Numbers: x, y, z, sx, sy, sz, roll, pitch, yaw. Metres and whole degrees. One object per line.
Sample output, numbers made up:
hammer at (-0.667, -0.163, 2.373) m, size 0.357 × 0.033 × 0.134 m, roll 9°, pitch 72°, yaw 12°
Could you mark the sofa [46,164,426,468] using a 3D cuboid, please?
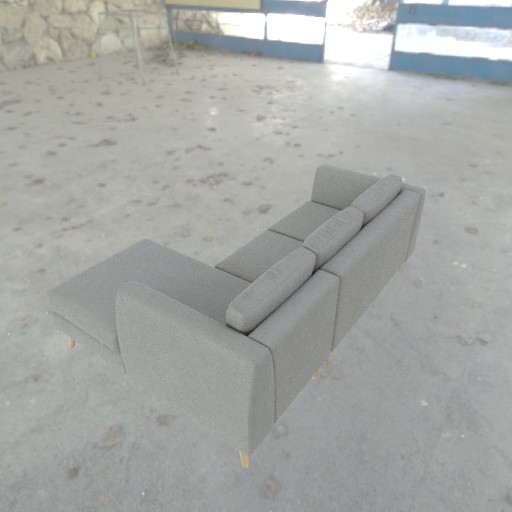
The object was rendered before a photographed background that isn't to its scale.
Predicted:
sofa at (0.000, 0.000, 3.115) m, size 1.580 × 0.860 × 2.300 m, roll 21°, pitch 38°, yaw 30°
